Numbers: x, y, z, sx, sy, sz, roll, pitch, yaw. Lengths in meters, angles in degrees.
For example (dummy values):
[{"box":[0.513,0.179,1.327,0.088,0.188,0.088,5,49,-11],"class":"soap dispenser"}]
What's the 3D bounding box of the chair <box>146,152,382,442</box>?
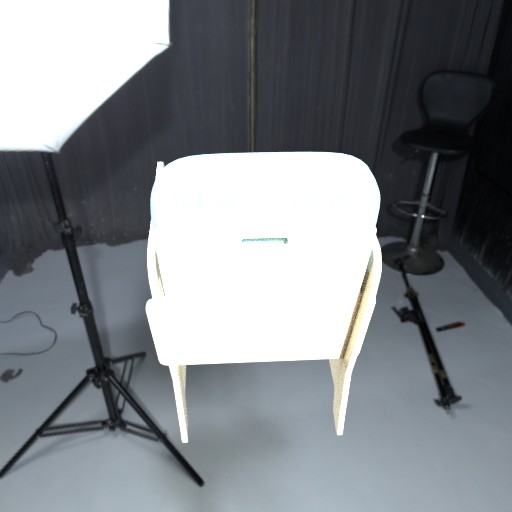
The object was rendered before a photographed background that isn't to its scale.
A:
[{"box":[0.000,0.000,1.262,0.590,0.800,0.710,-2,32,-3],"class":"chair"}]
